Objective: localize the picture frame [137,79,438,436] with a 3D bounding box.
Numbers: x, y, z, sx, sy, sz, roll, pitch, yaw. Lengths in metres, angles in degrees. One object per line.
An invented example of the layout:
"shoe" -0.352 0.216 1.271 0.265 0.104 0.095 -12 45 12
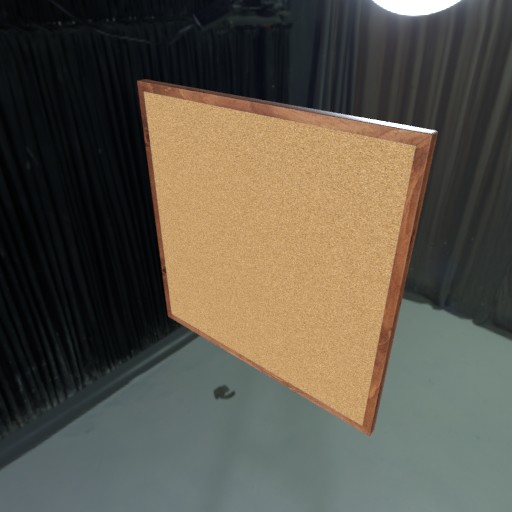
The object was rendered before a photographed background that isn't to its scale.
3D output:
"picture frame" 0.000 0.000 1.207 0.810 0.817 0.029 23 38 32
